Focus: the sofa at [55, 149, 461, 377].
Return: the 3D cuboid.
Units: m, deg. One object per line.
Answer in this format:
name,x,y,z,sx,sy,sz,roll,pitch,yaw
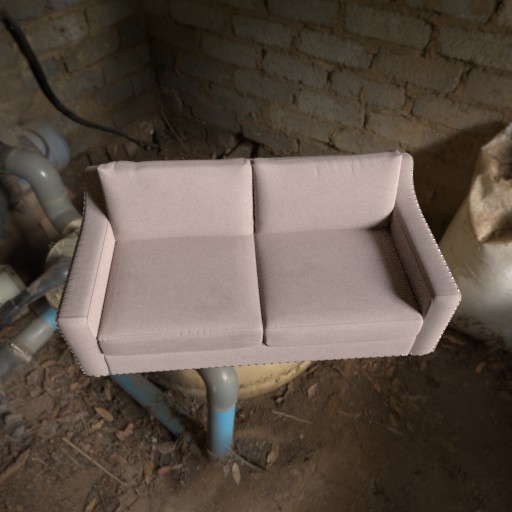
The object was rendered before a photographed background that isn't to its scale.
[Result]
sofa,0.000,0.000,2.529,1.967,0.901,1.030,-3,47,-3
